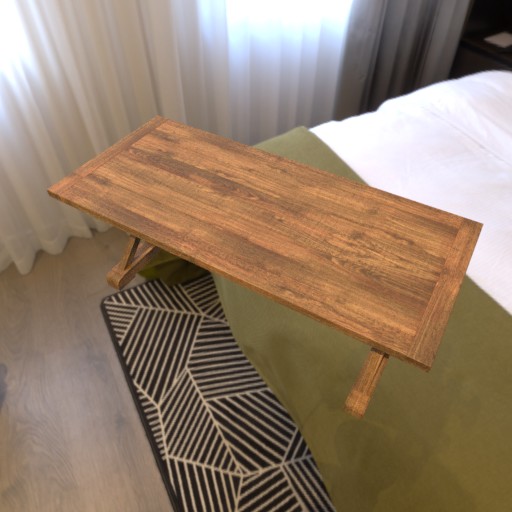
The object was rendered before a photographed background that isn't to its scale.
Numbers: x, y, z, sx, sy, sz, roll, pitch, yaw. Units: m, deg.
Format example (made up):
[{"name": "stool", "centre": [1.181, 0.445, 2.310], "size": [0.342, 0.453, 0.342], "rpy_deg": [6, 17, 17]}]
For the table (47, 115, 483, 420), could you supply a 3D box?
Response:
[{"name": "table", "centre": [0.000, 0.000, 2.506], "size": [2.031, 0.733, 0.907], "rpy_deg": [23, 51, 21]}]
